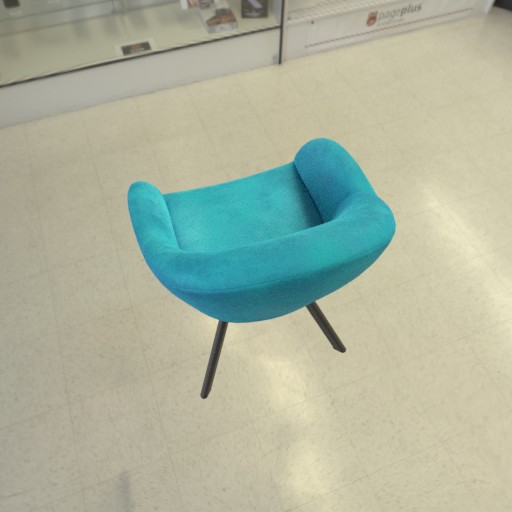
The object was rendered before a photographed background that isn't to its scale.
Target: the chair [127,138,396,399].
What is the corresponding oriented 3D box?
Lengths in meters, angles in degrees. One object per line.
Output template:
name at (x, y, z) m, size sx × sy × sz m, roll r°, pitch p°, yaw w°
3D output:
chair at (0.000, 0.000, 1.174) m, size 0.550 × 0.795 × 0.590 m, roll -16°, pitch 59°, yaw -10°
